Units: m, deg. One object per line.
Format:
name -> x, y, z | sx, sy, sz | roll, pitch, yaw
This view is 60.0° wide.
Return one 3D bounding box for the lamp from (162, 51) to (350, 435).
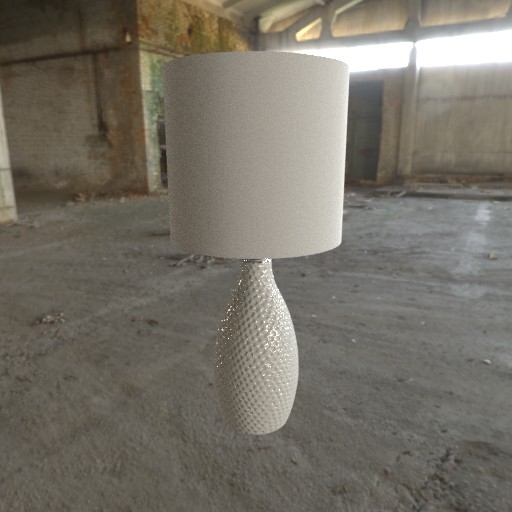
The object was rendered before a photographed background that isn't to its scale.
lamp -> 0.000, 0.000, 0.573 | 0.214, 0.466, 0.214 | 8, 16, 27
